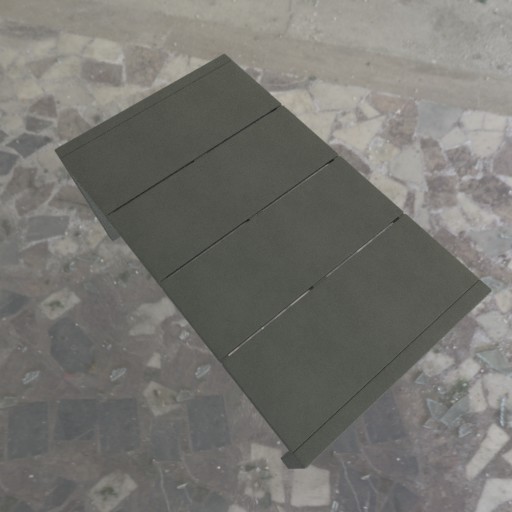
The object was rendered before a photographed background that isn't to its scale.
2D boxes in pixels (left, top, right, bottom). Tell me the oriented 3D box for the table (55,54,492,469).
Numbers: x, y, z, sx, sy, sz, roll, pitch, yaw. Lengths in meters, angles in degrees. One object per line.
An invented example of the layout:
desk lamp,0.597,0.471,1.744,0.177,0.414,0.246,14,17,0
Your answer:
table,0.000,0.000,1.266,0.559,0.460,0.965,-37,70,-16
